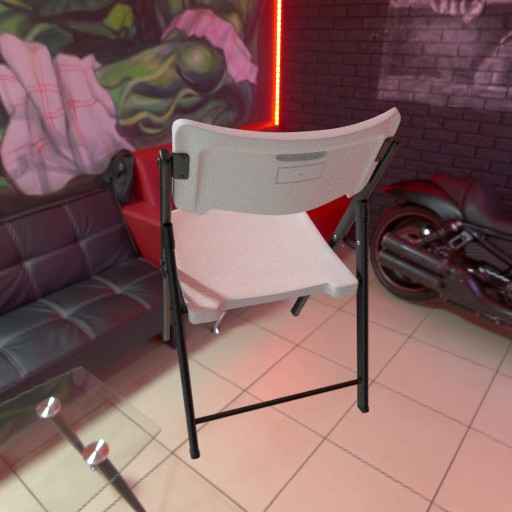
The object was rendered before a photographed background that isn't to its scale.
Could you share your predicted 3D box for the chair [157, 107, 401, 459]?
[{"bbox_3d":[0.000,0.000,1.126,0.482,0.765,0.577,-8,28,-16],"label":"chair"}]
